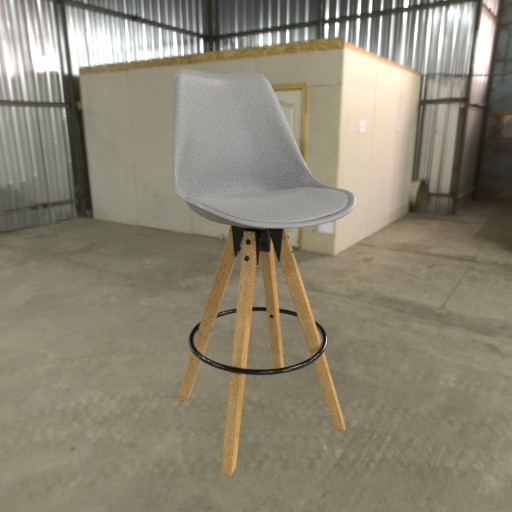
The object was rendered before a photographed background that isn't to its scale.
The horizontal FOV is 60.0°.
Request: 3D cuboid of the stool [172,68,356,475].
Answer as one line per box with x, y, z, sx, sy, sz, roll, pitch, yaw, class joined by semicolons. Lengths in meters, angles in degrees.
0.000;0.000;1.380;0.485;1.115;0.550;-9;19;-26;stool
